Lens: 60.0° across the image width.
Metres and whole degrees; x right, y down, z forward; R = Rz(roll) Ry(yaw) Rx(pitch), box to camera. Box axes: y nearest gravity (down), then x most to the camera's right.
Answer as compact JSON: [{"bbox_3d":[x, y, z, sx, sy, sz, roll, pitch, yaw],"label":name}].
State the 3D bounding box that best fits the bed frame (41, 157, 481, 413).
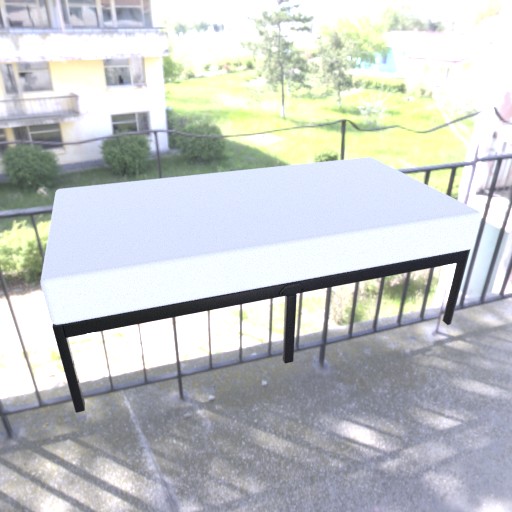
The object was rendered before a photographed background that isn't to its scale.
[{"bbox_3d":[0.000,0.000,2.404,1.950,0.659,1.023,-9,30,-16],"label":"bed frame"}]
